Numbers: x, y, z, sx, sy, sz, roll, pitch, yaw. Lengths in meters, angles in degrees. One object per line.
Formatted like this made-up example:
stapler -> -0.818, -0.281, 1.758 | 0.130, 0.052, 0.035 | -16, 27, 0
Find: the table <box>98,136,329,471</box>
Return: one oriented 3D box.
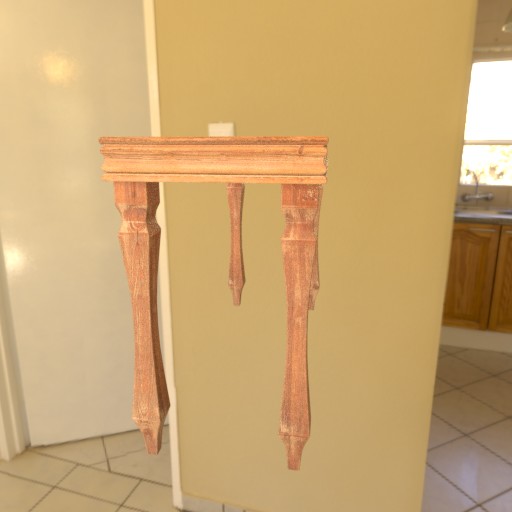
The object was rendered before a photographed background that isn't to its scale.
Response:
table -> 0.000, 0.000, 1.718 | 0.522, 0.873, 1.330 | 2, 14, 9
